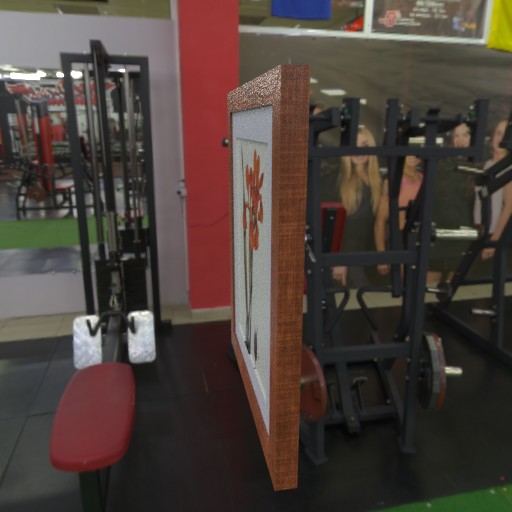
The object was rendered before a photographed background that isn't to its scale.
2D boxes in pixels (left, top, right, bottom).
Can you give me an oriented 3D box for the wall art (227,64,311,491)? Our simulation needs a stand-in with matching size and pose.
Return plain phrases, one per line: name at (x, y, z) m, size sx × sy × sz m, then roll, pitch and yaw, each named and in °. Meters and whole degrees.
wall art at (0.000, 0.000, 0.779) m, size 0.033 × 0.567 × 0.467 m, roll -3°, pitch 17°, yaw -10°
